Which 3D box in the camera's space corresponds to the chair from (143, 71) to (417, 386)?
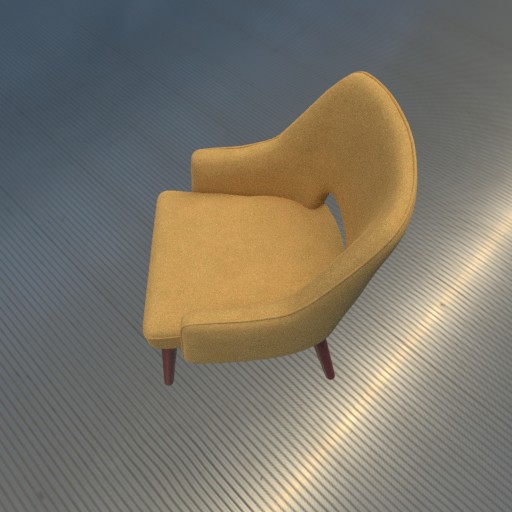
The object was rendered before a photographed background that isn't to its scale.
[{"bbox_3d":[0.000,0.000,1.185,0.605,0.849,0.548,-1,59,-1],"label":"chair"}]
